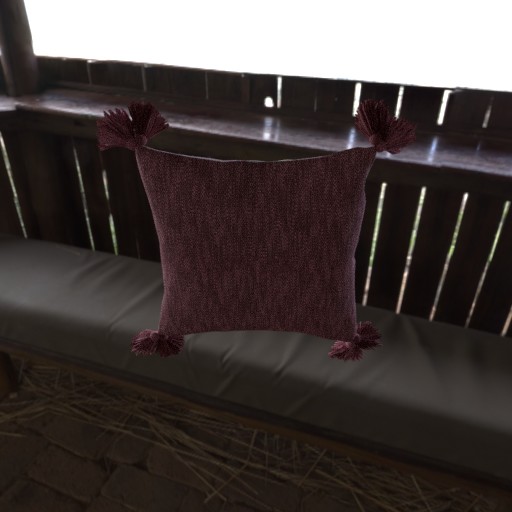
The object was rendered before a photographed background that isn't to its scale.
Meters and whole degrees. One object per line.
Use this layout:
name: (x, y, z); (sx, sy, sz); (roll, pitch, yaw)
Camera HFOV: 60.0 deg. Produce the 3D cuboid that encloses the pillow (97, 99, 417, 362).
pillow: (0.000, 0.000, 0.977); (0.641, 0.659, 0.138); (1, 30, 1)
